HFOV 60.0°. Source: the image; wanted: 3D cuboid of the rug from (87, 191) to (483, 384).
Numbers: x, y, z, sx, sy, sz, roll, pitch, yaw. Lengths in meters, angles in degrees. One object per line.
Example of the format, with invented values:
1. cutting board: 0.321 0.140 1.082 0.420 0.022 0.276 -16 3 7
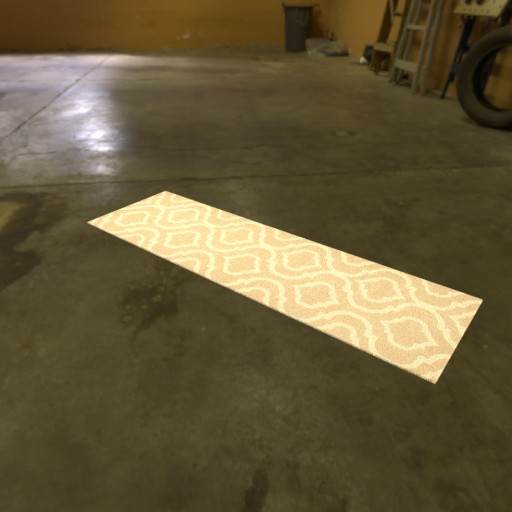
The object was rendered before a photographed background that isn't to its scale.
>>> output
1. rug: 0.000 0.000 2.551 2.289 0.013 0.691 22 37 32
